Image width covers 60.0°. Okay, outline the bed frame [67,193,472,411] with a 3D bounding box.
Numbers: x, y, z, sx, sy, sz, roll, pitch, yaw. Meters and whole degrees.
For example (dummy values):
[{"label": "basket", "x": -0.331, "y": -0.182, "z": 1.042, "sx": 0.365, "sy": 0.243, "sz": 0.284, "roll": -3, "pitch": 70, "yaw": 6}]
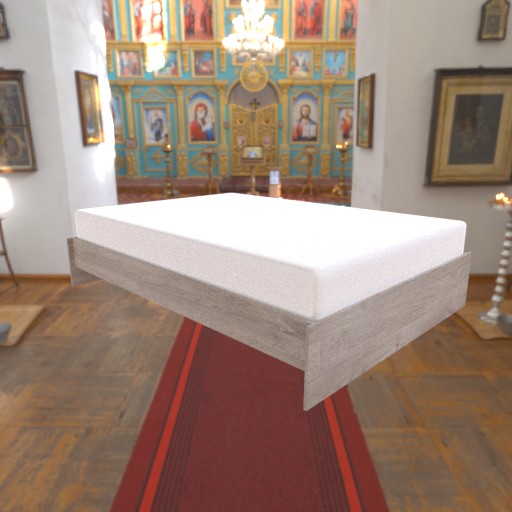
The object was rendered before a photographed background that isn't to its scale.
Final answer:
[{"label": "bed frame", "x": 0.000, "y": 0.000, "z": 2.650, "sx": 1.445, "sy": 0.497, "sz": 1.945, "roll": -14, "pitch": 20, "yaw": -43}]
